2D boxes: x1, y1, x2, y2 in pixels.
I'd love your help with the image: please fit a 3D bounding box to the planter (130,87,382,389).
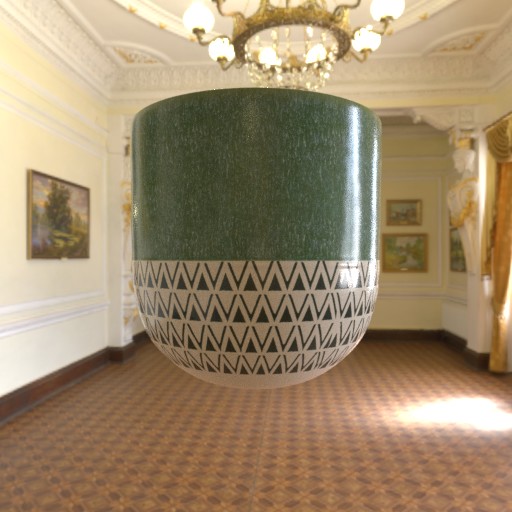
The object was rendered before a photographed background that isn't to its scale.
[{"bbox_3d":[0.000,0.000,0.486,0.266,0.270,0.266,0,0,0],"label":"planter"}]
